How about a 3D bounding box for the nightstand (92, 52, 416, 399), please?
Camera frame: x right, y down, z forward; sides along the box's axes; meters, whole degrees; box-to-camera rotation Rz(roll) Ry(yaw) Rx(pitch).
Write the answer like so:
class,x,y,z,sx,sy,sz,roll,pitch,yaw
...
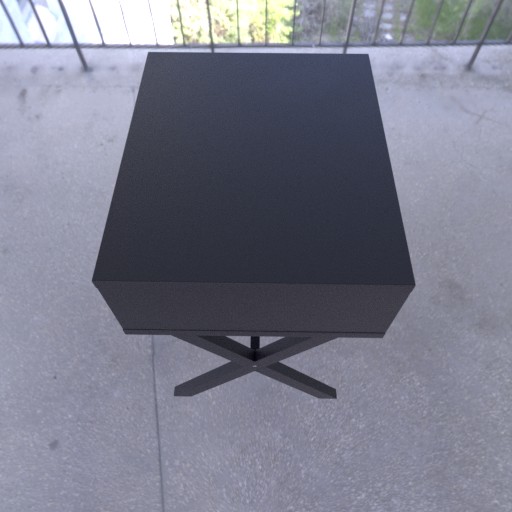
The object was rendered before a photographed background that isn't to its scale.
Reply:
class,x,y,z,sx,sy,sz,roll,pitch,yaw
nightstand,0.000,0.000,0.938,0.402,0.623,0.479,1,57,0
